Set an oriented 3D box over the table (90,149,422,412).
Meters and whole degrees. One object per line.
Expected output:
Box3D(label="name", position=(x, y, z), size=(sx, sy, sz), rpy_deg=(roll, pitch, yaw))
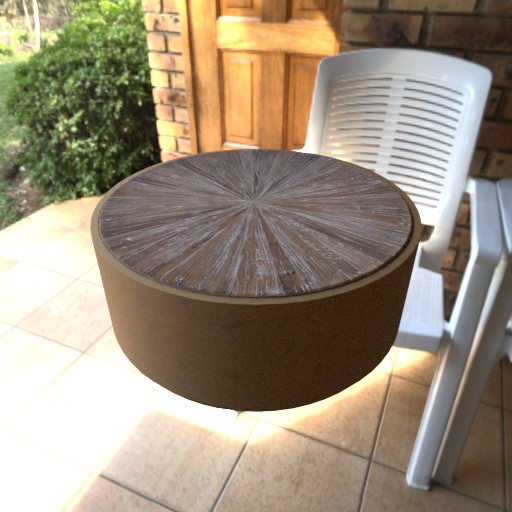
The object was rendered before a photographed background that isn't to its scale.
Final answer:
Box3D(label="table", position=(0.000, 0.000, 1.510), size=(1.001, 0.409, 1.001), rpy_deg=(0, 33, 0))
